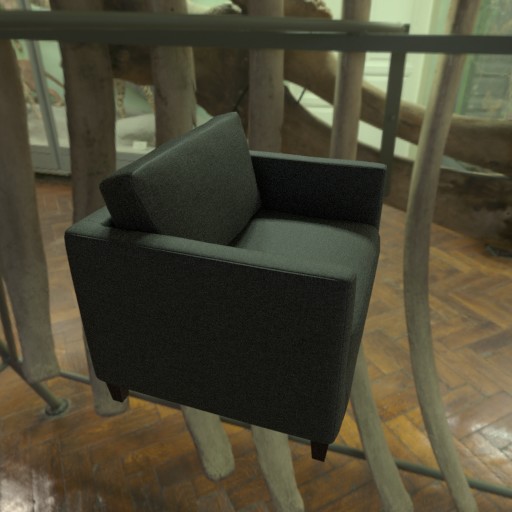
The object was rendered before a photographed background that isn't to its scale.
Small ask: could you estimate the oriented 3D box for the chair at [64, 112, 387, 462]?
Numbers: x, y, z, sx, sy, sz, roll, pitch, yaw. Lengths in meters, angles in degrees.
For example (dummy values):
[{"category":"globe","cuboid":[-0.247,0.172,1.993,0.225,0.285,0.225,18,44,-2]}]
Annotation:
[{"category":"chair","cuboid":[0.000,0.000,1.830,0.959,0.963,1.107,10,30,17]}]
